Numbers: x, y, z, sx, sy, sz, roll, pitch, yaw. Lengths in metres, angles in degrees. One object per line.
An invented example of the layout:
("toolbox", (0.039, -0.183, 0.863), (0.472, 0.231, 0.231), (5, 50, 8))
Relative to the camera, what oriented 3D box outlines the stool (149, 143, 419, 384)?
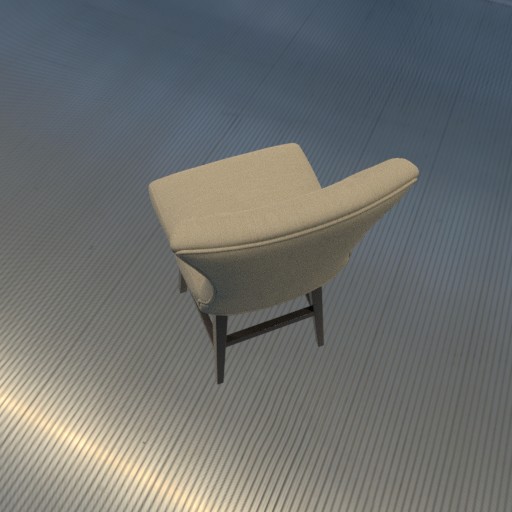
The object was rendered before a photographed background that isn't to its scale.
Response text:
("stool", (0.000, 0.000, 1.392), (0.514, 1.086, 0.574), (-18, 60, -11))
